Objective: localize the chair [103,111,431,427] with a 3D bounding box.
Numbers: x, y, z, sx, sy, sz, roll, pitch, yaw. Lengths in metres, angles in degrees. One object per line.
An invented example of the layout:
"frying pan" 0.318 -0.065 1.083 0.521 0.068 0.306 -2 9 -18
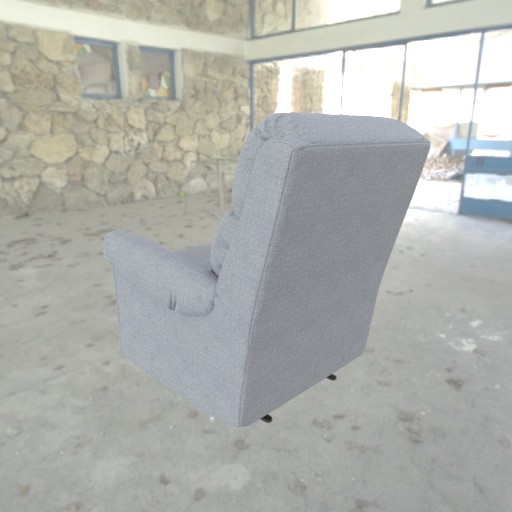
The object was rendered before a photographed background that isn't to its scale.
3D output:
"chair" 0.000 0.000 1.752 0.838 1.054 1.014 -15 22 -43
